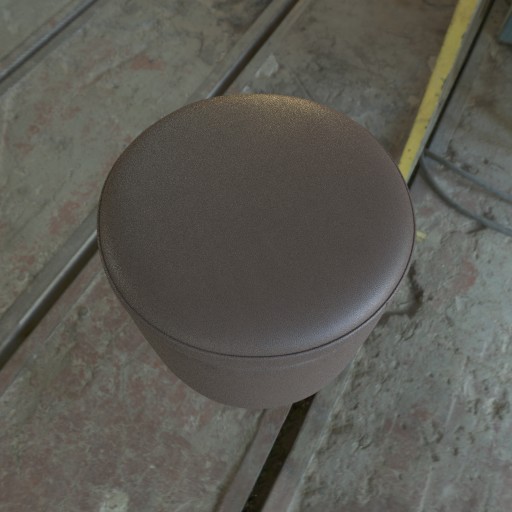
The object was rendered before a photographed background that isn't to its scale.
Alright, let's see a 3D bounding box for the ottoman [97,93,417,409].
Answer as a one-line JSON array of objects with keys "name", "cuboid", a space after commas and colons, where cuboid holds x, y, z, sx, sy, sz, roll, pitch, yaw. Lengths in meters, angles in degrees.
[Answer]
[{"name": "ottoman", "cuboid": [0.000, 0.000, 0.840, 0.500, 0.409, 0.500, 0, 62, 0]}]
